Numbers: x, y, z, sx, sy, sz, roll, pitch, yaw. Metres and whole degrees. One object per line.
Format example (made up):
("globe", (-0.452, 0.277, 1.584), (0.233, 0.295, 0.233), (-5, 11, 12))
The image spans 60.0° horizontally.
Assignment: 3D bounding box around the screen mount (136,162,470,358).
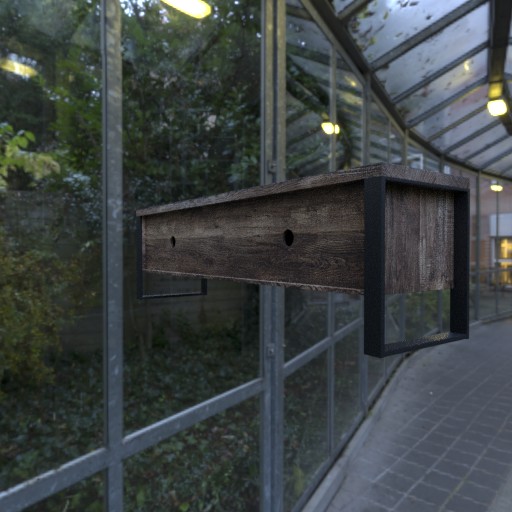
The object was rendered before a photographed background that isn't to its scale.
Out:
("screen mount", (0.000, 0.000, 1.748), (0.395, 0.450, 1.524), (-1, 1, -36))
